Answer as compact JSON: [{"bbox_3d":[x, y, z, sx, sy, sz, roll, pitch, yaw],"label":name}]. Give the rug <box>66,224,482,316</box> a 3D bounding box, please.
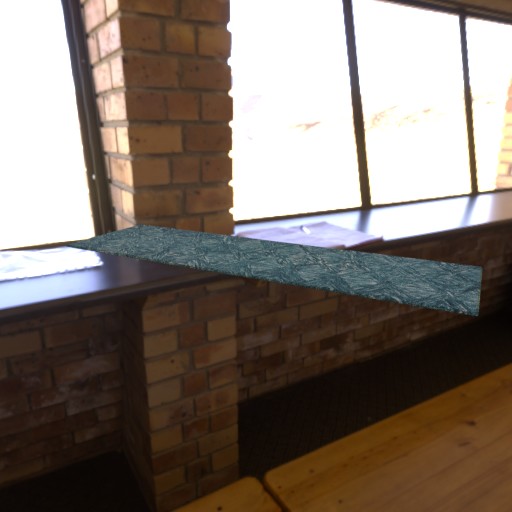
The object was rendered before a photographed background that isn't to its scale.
[{"bbox_3d":[0.000,0.000,2.509,2.286,0.016,0.676,8,18,26],"label":"rug"}]
